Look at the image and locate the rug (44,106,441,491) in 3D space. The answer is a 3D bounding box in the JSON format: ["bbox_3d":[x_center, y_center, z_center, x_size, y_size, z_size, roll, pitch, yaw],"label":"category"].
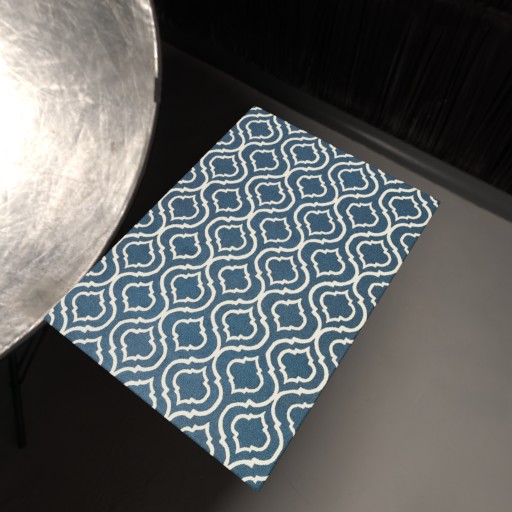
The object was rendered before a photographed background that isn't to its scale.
[{"bbox_3d":[0.000,0.000,4.400,2.438,0.010,3.353,32,66,16],"label":"rug"}]
